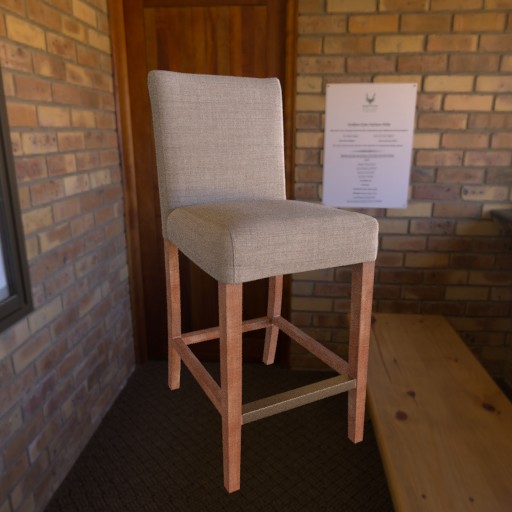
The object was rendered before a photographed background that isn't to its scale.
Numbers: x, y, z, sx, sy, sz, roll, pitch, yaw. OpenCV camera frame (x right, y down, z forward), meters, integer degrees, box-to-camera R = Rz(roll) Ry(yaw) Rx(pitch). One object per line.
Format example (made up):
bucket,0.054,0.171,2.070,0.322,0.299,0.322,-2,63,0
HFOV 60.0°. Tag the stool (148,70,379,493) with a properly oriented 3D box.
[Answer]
stool,0.000,0.000,1.289,0.454,1.039,0.567,-8,17,-27
